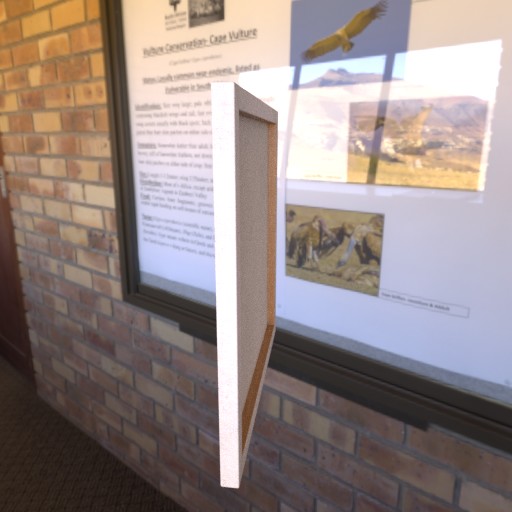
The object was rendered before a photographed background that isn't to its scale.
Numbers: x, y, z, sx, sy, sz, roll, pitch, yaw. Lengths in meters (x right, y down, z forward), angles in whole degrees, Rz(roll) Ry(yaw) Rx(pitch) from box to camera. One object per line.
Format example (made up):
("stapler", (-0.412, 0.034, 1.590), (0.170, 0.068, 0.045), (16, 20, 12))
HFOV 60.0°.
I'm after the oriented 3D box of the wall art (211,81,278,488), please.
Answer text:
("wall art", (0.000, 0.000, 1.156), (0.038, 0.762, 0.762), (2, 15, 8))
